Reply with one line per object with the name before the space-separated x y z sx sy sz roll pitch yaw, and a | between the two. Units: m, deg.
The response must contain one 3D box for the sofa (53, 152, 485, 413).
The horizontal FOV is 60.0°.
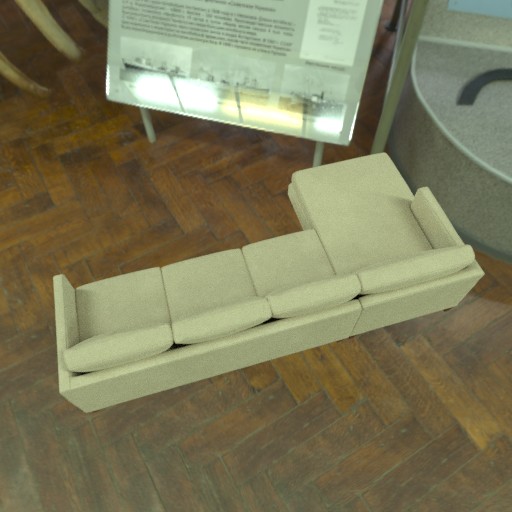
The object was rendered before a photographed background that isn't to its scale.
sofa | 0.000 0.000 3.758 3.186 0.846 1.625 -14 59 -9
